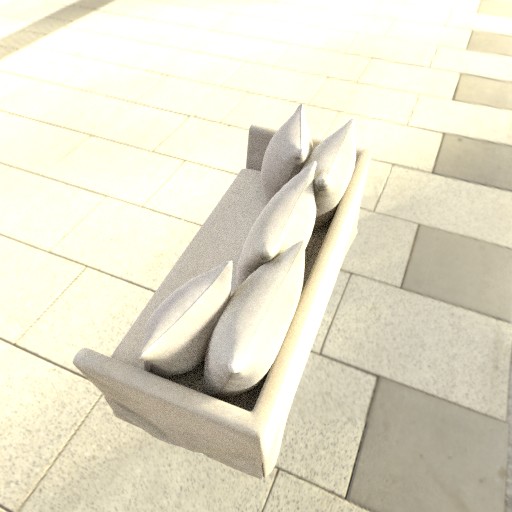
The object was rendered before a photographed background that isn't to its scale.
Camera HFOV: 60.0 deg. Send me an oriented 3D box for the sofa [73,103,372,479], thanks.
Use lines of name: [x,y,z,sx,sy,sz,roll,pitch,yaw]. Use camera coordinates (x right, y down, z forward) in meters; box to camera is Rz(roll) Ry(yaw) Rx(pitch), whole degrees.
sofa: [0.000,0.000,2.855,1.031,1.034,2.290,16,49,15]
